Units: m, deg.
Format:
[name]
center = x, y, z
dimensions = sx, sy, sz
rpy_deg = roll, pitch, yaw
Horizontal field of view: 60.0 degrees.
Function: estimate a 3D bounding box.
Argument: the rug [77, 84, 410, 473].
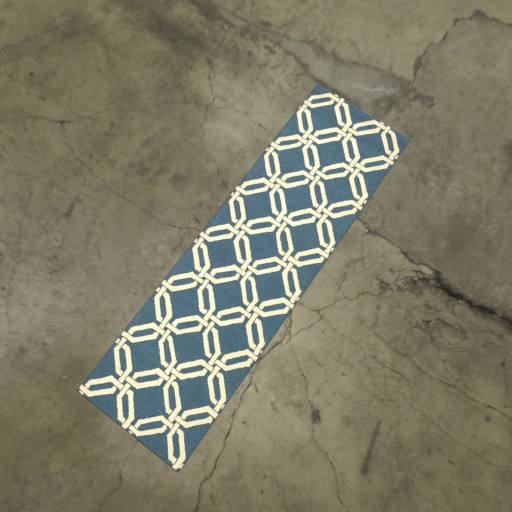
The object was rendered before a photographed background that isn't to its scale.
[rug]
center = 0.000, 0.000, 2.501
dimensions = 0.678, 0.014, 2.276
rpy_deg = 35, 78, 9
